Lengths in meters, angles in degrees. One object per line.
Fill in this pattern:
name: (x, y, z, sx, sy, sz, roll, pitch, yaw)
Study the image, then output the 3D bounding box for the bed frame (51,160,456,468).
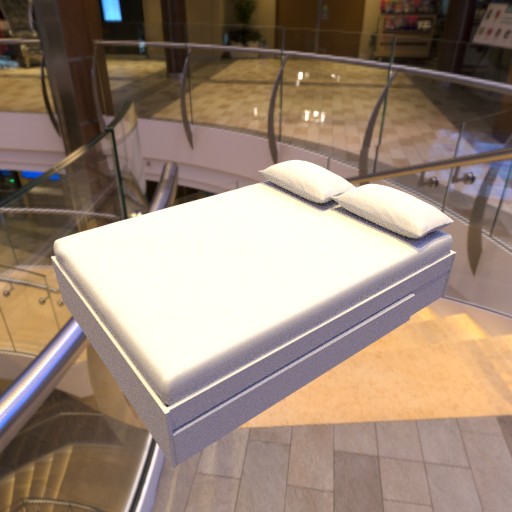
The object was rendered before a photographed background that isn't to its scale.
bed frame: (0.000, 0.000, 2.642, 1.950, 0.629, 1.450, -21, 36, -32)
